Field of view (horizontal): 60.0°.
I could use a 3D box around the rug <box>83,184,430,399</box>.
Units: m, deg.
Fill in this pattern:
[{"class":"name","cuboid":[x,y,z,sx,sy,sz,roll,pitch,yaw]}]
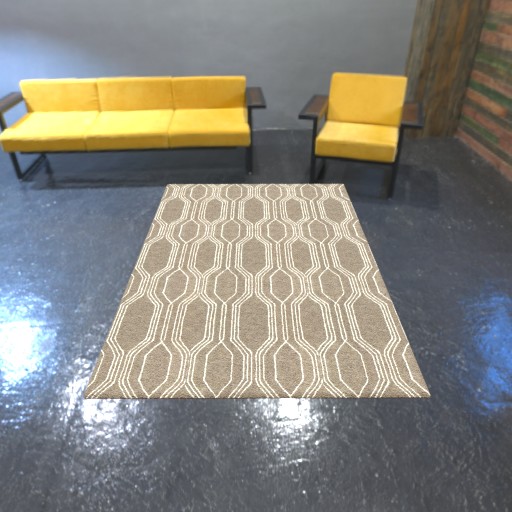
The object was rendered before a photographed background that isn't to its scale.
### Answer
[{"class":"rug","cuboid":[0.000,0.000,2.340,1.239,0.012,1.836,0,33,0]}]
